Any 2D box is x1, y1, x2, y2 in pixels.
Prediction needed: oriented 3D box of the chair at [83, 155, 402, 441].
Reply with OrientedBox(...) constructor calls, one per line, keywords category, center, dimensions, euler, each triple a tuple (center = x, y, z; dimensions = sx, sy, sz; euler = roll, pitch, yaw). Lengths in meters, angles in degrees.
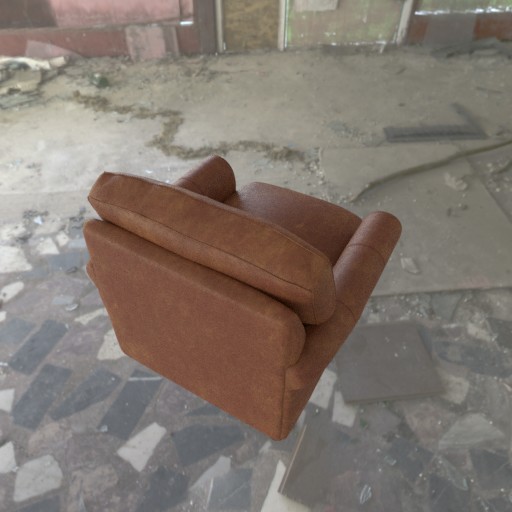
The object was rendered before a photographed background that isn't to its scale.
OrientedBox(category="chair", center=(0.000, 0.000, 1.811), dimensions=(0.983, 0.962, 0.986), euler=(23, 49, 21))
